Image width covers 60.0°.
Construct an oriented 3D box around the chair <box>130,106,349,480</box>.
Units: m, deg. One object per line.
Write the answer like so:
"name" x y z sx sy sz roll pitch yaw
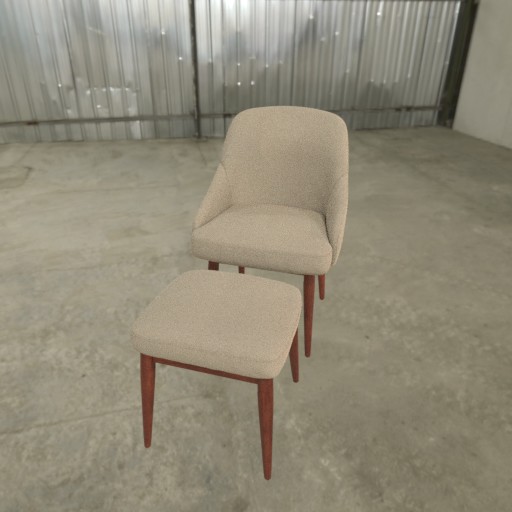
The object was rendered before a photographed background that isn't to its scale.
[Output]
"chair" 0.000 0.000 1.611 0.584 0.866 1.114 8 29 14
